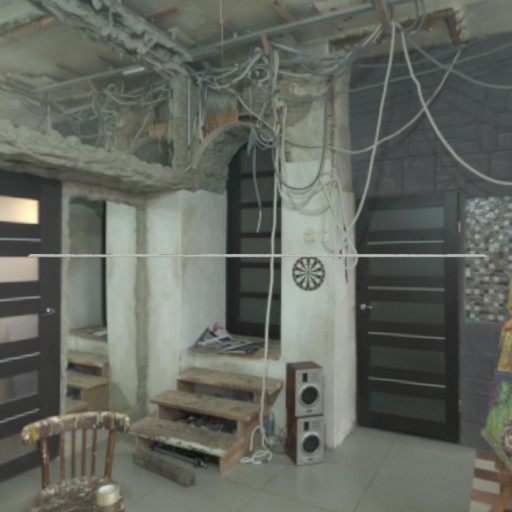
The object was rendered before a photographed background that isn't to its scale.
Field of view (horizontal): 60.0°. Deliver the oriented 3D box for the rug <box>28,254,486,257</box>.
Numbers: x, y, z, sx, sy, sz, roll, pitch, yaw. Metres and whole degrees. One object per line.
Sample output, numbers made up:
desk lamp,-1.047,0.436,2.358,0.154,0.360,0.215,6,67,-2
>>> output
rug,0.000,0.000,2.944,2.275,0.014,1.514,0,0,-1
